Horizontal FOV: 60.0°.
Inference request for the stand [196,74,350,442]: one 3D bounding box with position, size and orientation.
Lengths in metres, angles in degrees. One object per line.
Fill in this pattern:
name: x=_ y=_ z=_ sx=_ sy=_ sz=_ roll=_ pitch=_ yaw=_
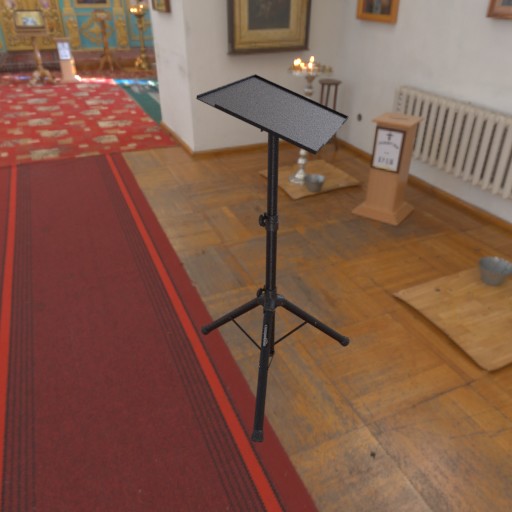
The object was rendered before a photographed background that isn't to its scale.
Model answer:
stand: x=0.000 y=0.000 z=1.669 sx=0.702 sy=1.198 sz=0.702 roll=11 pitch=32 yaw=18
